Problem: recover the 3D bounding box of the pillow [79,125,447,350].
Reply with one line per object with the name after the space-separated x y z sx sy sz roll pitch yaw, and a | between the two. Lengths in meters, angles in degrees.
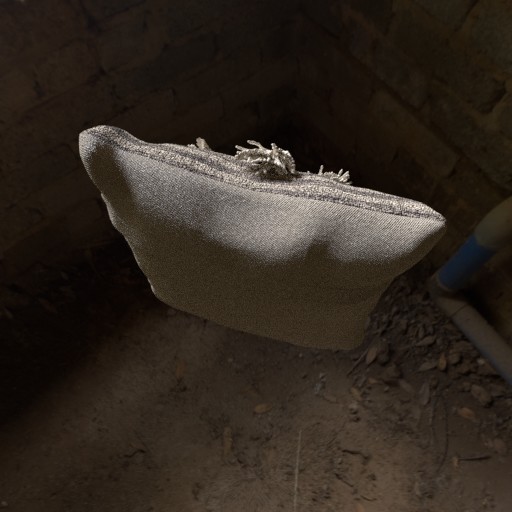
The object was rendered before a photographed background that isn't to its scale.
0.000 0.000 0.769 0.484 0.490 0.234 15 65 8 | pillow
